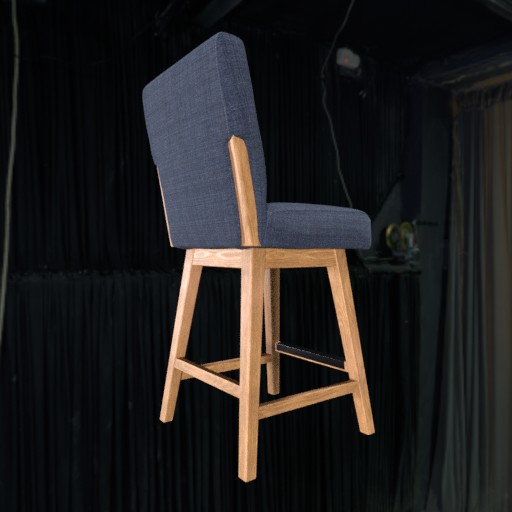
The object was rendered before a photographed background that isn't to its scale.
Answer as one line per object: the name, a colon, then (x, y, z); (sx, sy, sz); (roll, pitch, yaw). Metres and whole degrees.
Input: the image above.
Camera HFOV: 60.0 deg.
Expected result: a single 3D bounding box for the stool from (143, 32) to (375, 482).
stool: (0.000, 0.000, 1.290); (0.526, 1.010, 0.459); (-1, 1, -37)
